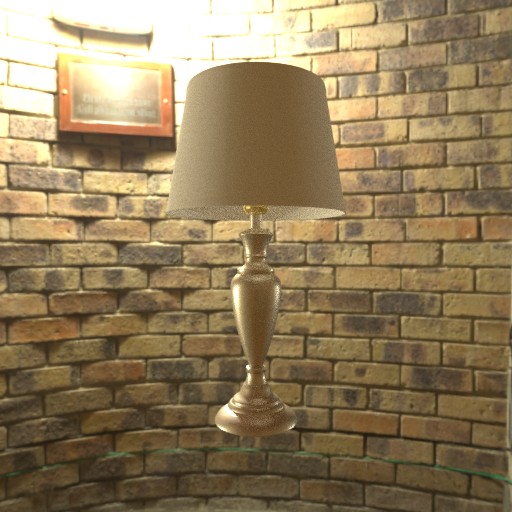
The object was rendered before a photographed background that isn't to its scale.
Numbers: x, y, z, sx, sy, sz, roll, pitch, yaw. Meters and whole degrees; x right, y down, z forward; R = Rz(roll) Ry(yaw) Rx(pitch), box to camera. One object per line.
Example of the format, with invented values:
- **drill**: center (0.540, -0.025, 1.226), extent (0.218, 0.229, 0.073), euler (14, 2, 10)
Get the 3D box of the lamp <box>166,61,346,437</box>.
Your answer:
- **lamp**: center (0.000, 0.000, 0.823), extent (0.328, 0.612, 0.328), euler (0, 1, 0)
